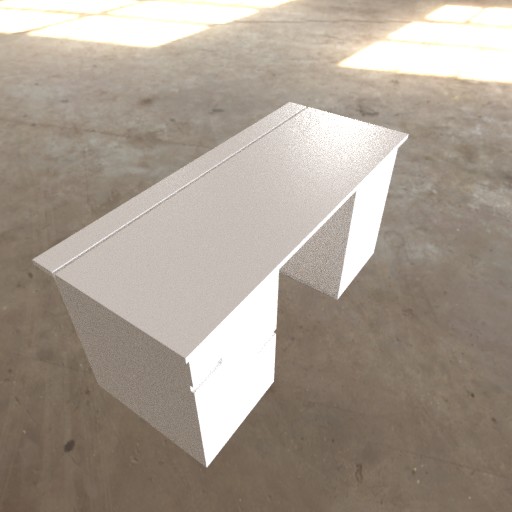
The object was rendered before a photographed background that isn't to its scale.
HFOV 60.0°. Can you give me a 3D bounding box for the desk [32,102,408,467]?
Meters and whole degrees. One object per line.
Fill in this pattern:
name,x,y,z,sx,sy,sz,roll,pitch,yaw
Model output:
desk,0.000,0.000,2.032,0.670,0.760,1.580,25,47,26
